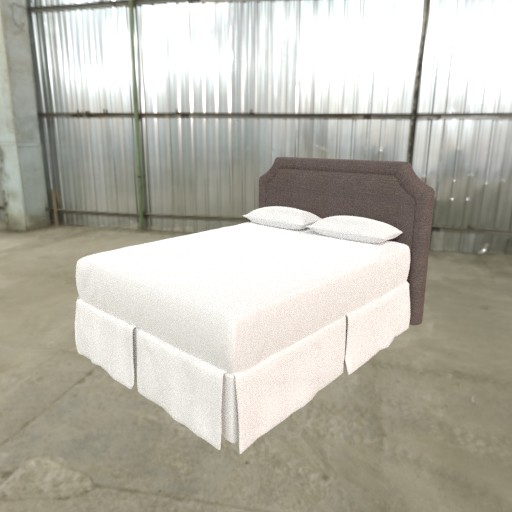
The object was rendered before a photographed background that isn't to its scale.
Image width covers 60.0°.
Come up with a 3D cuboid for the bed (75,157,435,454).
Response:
[{"bbox_3d":[0.000,0.000,3.178,1.693,1.290,2.116,13,20,41],"label":"bed"}]
